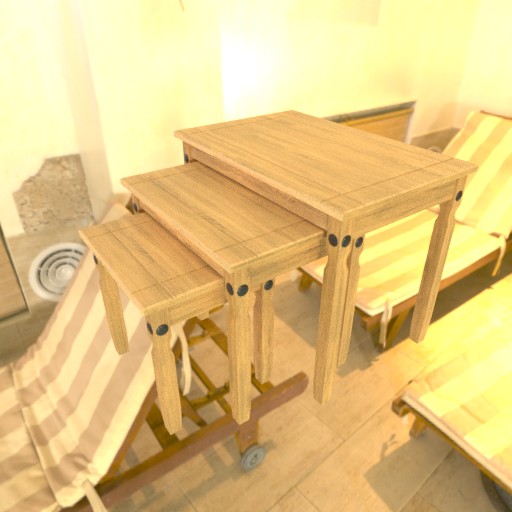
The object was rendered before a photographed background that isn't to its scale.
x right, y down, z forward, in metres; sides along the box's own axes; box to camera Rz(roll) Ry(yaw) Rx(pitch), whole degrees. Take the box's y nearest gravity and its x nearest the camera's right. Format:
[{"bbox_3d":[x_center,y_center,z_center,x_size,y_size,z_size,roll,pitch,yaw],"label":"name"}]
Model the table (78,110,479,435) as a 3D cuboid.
[{"bbox_3d":[0.000,0.000,1.179,0.773,0.535,0.660,-20,37,-30],"label":"table"}]
